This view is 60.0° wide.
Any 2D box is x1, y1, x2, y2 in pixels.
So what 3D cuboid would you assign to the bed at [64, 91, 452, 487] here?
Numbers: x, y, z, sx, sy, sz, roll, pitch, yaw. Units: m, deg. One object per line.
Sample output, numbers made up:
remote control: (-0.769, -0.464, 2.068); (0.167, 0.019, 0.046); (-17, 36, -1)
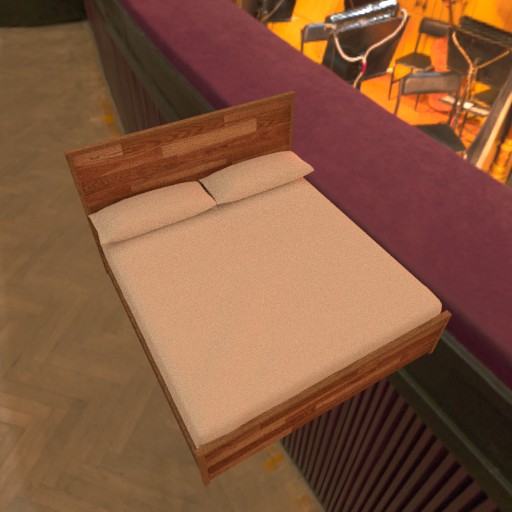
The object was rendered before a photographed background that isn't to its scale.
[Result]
bed: (0.000, 0.000, 3.409); (2.013, 1.295, 2.184); (-22, 49, -21)
